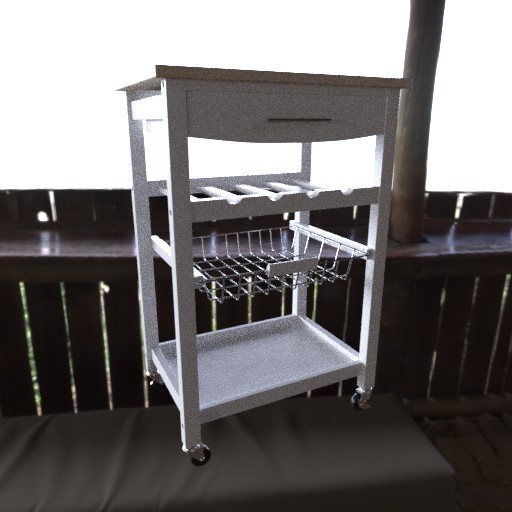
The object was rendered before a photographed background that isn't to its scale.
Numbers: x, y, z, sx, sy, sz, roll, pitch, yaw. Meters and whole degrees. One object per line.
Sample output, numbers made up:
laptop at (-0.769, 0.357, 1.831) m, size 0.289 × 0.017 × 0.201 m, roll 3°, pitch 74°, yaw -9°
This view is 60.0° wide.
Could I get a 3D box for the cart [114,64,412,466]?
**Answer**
cart at (0.000, 0.000, 1.160) m, size 0.578 × 0.857 × 0.406 m, roll -8°, pitch 19°, yaw -25°
